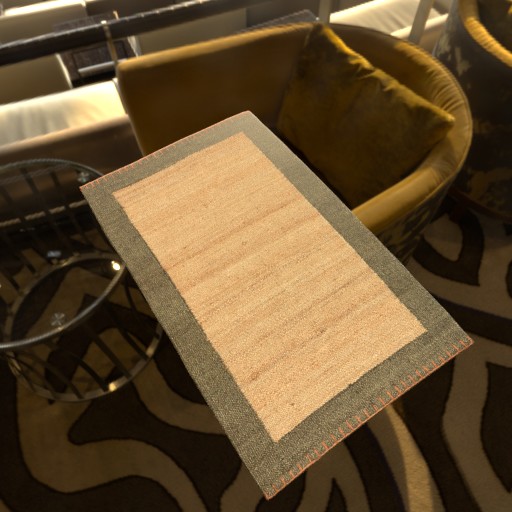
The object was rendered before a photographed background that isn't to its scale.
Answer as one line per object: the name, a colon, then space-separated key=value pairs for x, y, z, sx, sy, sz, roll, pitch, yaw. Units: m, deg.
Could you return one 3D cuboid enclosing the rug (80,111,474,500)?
rug: x=0.000 y=0.000 z=2.937 sx=1.521 sy=0.006 sz=2.435 roll=-30 pitch=63 yaw=-17
